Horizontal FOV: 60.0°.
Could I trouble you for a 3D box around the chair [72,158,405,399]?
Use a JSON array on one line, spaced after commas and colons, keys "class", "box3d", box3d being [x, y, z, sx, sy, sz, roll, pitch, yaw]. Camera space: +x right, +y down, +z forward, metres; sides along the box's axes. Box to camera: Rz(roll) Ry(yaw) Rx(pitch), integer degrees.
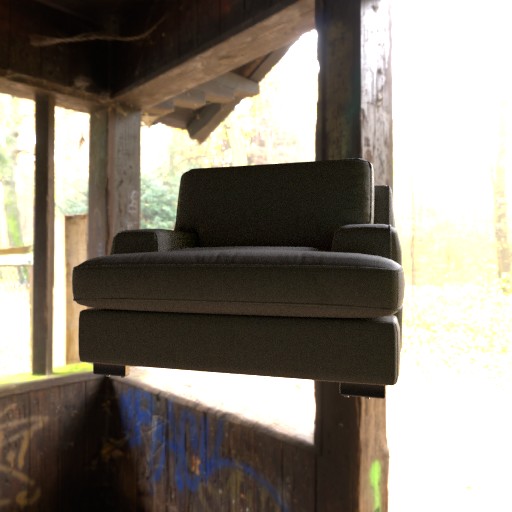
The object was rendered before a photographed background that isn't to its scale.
[{"class": "chair", "box3d": [0.000, 0.000, 2.029, 1.270, 0.974, 1.043, 0, 0, 16]}]
